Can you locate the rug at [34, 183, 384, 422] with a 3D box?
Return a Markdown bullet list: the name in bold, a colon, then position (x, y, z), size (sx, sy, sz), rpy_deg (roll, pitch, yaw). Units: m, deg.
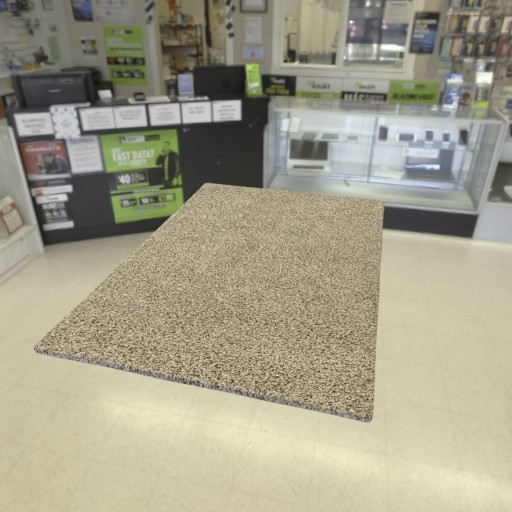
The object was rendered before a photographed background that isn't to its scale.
- **rug**: position (0.000, 0.000, 2.232), size (1.219, 0.030, 1.778), rpy_deg (8, 31, 13)
